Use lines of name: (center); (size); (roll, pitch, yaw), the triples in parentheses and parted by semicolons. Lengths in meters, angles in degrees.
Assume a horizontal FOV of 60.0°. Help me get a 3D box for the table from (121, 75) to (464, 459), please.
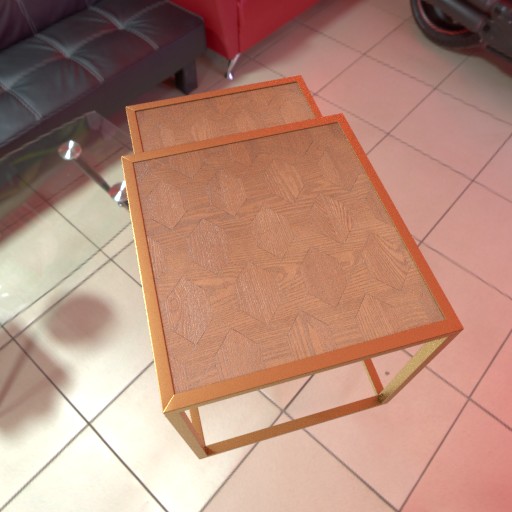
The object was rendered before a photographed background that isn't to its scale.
table: (0.000, 0.000, 1.104); (0.505, 0.505, 0.762); (-14, 59, -8)
